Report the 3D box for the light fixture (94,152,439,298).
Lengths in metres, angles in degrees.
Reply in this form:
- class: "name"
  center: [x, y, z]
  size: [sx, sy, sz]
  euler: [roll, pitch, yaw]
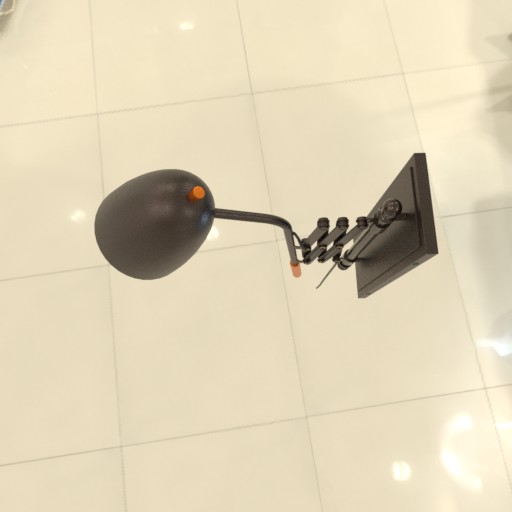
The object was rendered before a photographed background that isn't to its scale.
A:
- class: "light fixture"
  center: [0.000, 0.000, 0.914]
  size: [0.499, 0.715, 0.162]
  euler: [-2, 76, 0]
